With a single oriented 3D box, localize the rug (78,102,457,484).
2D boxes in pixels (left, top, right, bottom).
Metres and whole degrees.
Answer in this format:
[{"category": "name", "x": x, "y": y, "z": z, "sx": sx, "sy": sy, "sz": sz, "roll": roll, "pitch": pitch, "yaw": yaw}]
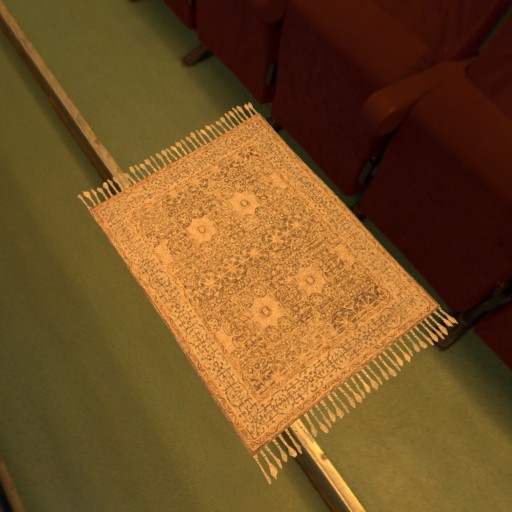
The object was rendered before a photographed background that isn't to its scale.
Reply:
[{"category": "rug", "x": 0.000, "y": 0.000, "z": 3.188, "sx": 1.619, "sy": 0.023, "sz": 2.465, "roll": -34, "pitch": 70, "yaw": -14}]
